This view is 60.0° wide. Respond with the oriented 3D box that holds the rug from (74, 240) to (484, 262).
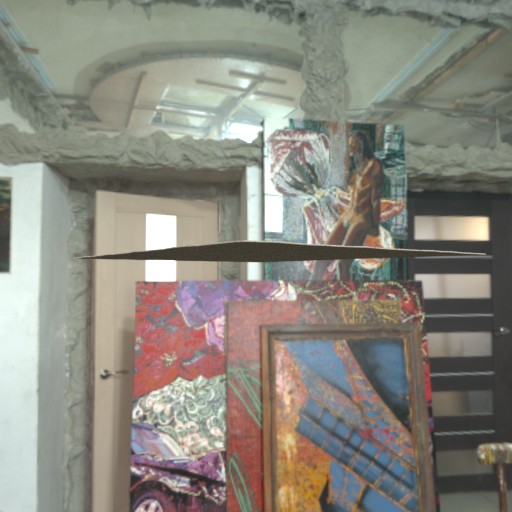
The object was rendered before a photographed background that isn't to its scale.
[{"bbox_3d":[0.000,0.000,4.108,2.468,0.022,3.061,2,-3,-37],"label":"rug"}]
